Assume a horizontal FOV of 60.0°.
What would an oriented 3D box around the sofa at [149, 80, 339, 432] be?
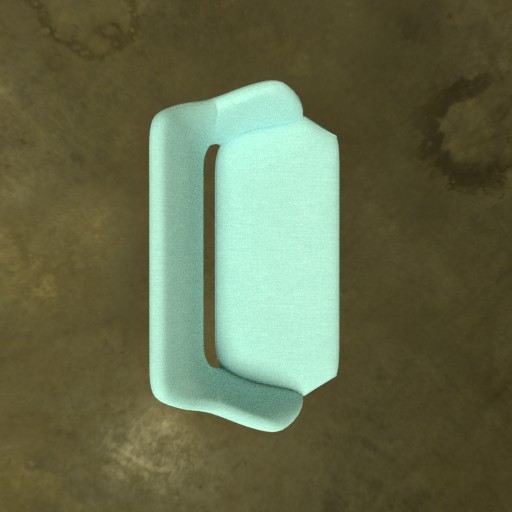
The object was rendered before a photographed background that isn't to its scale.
[{"bbox_3d":[0.000,0.000,1.658,0.610,0.840,1.150,0,90,0],"label":"sofa"}]
